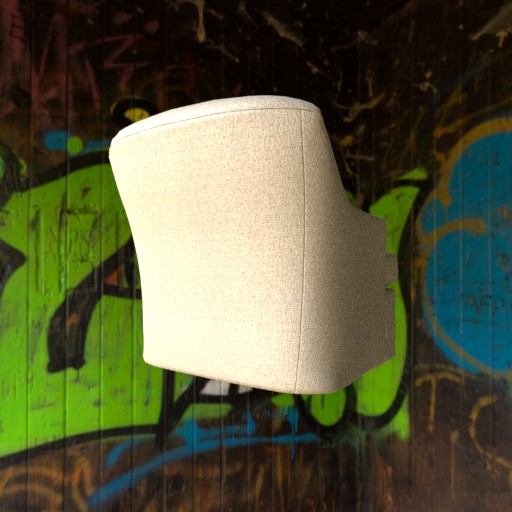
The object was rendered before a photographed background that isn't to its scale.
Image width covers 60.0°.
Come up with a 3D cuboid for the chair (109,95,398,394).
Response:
[{"bbox_3d":[0.000,0.000,1.643,0.864,0.856,0.923,0,-1,36],"label":"chair"}]
